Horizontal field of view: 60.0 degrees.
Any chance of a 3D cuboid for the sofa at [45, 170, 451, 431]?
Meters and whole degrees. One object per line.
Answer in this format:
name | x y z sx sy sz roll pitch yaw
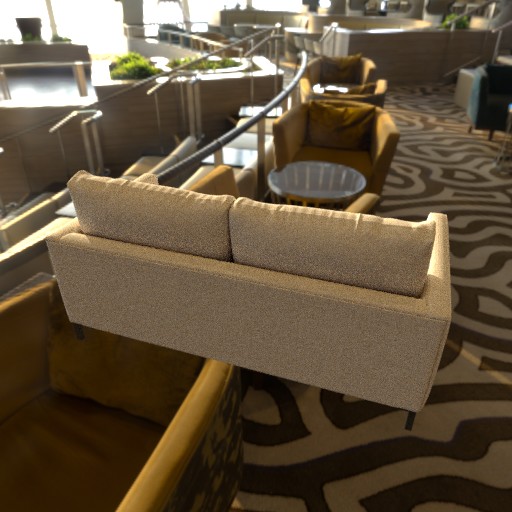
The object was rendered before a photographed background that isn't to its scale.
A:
sofa | 0.000 0.000 2.069 1.651 0.812 0.839 10 33 17
